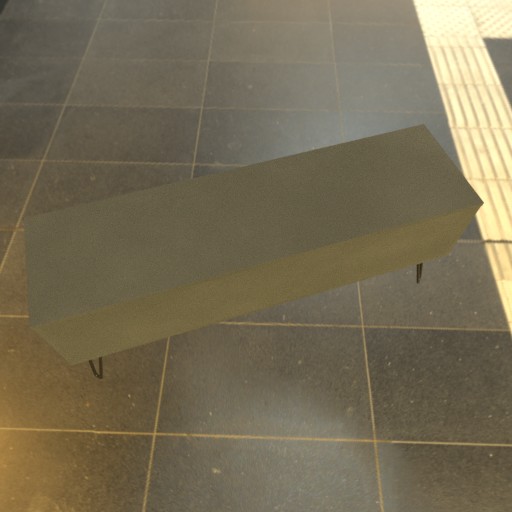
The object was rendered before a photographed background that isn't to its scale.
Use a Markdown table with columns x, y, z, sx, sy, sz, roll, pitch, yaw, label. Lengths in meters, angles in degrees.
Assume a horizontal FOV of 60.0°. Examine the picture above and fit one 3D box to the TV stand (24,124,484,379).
| x | y | z | sx | sy | sz | roll | pitch | yaw | label |
| --- | --- | --- | --- | --- | --- | --- | --- | --- | --- |
| 0.000 | 0.000 | 1.637 | 1.400 | 0.560 | 0.400 | -15 | 59 | -9 | TV stand |
